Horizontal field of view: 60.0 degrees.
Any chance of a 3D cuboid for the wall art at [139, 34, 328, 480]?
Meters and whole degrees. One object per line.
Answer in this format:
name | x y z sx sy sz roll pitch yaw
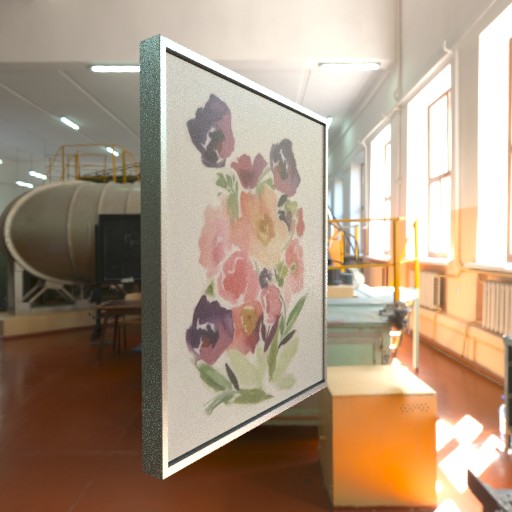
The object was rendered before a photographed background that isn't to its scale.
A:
wall art | 0.000 0.000 0.739 0.038 0.549 0.452 1 2 36
